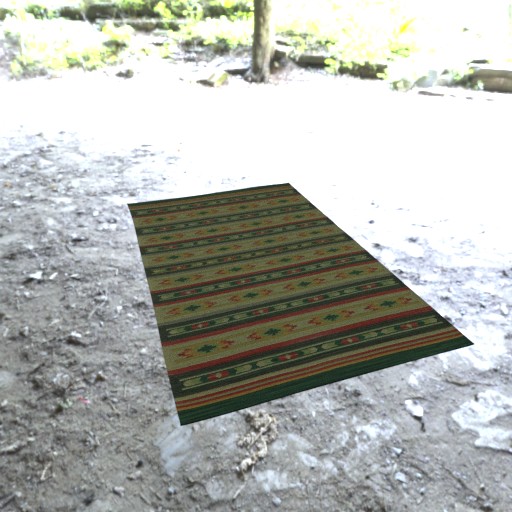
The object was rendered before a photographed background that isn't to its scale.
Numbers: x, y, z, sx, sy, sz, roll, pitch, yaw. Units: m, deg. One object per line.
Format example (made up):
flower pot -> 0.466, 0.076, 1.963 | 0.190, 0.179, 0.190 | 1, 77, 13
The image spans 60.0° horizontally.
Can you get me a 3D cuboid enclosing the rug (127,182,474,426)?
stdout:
rug -> 0.000, 0.000, 3.055 | 1.520, 0.011, 2.447 | -10, 32, -17
